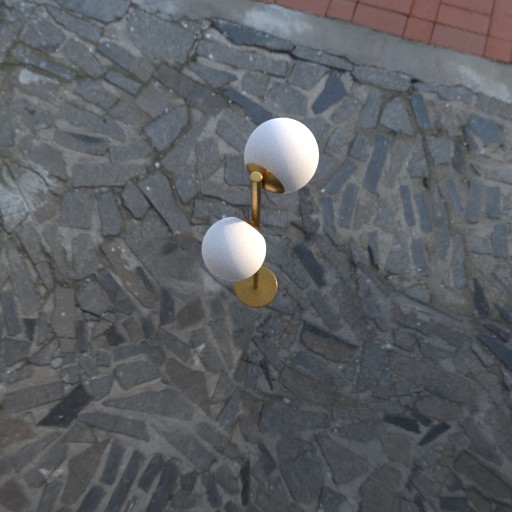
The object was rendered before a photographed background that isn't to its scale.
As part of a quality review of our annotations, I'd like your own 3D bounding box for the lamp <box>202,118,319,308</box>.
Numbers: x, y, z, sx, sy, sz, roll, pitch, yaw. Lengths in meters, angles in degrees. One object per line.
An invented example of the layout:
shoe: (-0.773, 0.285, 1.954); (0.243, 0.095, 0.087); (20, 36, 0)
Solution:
lamp: (0.000, 0.000, 1.821); (0.249, 1.641, 0.419); (34, 79, 7)
